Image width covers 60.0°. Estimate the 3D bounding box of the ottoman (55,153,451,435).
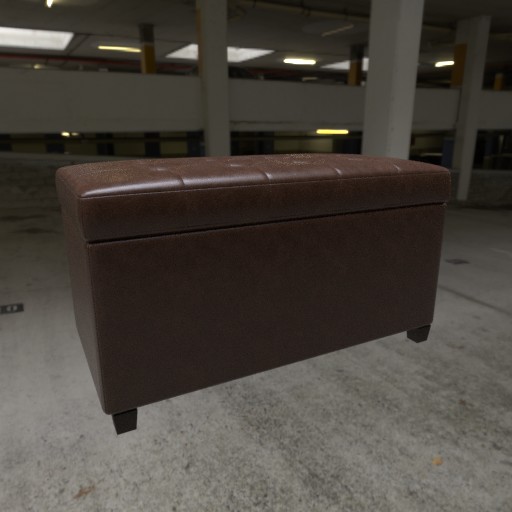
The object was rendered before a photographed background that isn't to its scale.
[{"bbox_3d":[0.000,0.000,1.093,0.838,0.470,0.432,-9,19,-27],"label":"ottoman"}]
